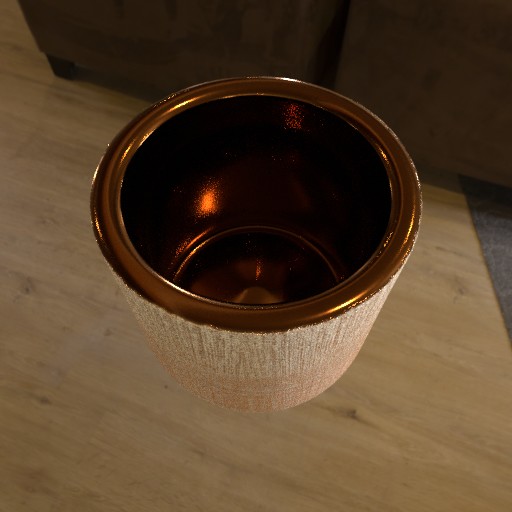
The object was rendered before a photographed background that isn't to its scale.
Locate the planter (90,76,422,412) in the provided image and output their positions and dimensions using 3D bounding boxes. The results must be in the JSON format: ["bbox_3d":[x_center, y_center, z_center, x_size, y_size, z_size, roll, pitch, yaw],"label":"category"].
[{"bbox_3d":[0.000,0.000,0.301,0.177,0.157,0.177,0,58,0],"label":"planter"}]
